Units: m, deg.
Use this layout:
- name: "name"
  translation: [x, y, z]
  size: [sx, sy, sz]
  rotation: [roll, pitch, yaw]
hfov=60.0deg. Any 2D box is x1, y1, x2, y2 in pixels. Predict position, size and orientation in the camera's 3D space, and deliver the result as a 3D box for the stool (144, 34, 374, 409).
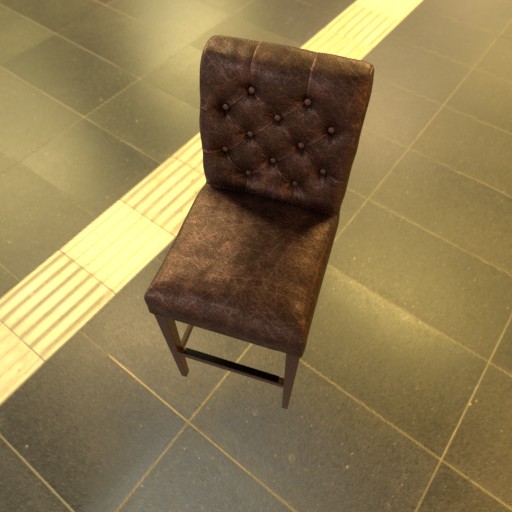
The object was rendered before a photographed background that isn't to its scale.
- name: "stool"
  translation: [0.000, 0.000, 1.511]
  size: [0.483, 1.168, 0.659]
  rotation: [15, 59, 9]
